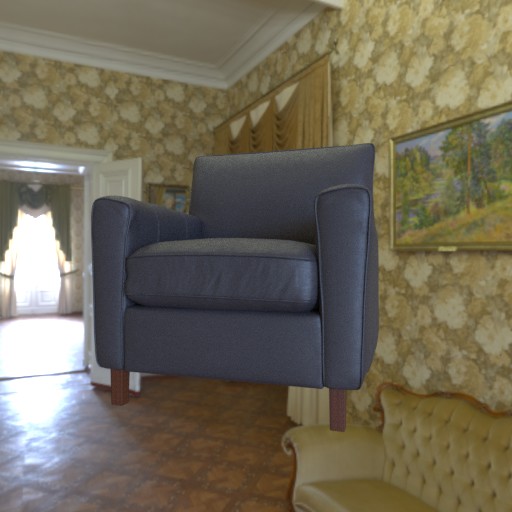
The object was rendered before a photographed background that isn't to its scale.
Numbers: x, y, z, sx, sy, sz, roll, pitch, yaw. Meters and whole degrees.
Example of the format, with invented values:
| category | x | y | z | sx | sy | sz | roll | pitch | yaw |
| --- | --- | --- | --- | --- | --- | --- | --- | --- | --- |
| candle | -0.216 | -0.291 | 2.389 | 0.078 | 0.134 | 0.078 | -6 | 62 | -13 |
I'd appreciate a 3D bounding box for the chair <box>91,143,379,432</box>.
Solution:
| category | x | y | z | sx | sy | sz | roll | pitch | yaw |
| --- | --- | --- | --- | --- | --- | --- | --- | --- | --- |
| chair | 0.000 | 0.000 | 1.625 | 0.870 | 0.943 | 0.825 | 0 | 0 | 18 |
